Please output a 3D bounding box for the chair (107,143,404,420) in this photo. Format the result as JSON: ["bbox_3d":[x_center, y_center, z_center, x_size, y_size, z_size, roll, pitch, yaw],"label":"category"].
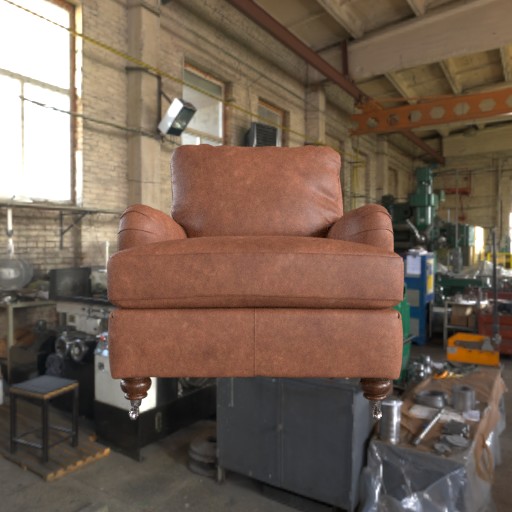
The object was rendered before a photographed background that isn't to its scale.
[{"bbox_3d":[0.000,0.000,1.945,0.986,1.055,1.158,0,1,0],"label":"chair"}]
